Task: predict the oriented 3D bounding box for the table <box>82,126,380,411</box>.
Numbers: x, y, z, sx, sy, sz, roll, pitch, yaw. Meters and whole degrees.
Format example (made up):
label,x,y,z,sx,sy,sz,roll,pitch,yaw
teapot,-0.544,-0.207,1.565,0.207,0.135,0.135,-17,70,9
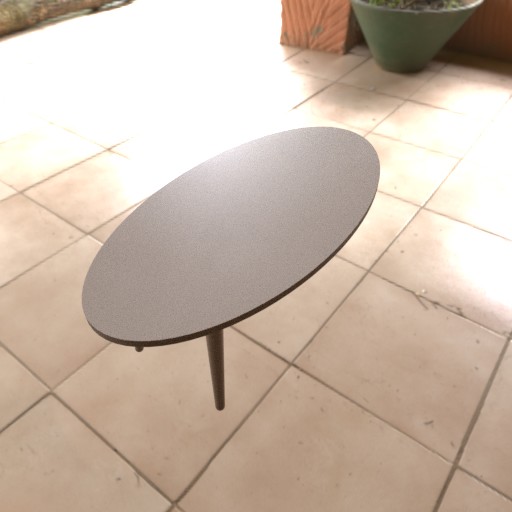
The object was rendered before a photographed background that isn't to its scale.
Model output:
label,x,y,z,sx,sy,sz,roll,pitch,yaw
table,0.000,0.000,1.351,0.542,0.390,1.083,27,49,26
